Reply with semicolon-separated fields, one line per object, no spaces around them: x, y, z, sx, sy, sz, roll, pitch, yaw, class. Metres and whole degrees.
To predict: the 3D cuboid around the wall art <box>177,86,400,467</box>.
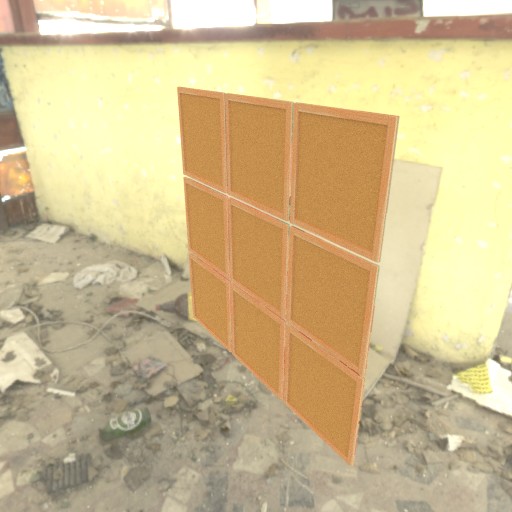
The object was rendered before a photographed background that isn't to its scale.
0.000;0.000;1.800;0.013;1.220;1.216;-17;30;-32;wall art
